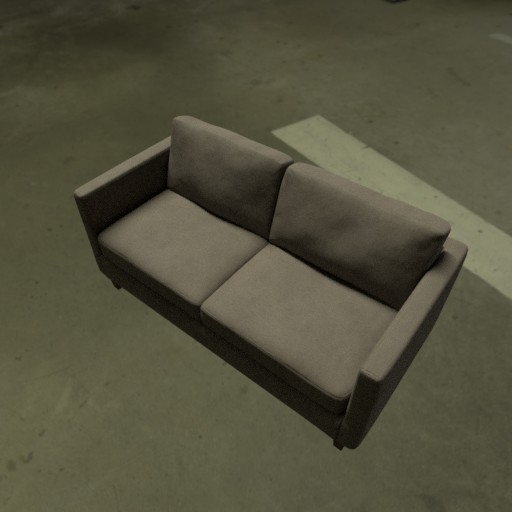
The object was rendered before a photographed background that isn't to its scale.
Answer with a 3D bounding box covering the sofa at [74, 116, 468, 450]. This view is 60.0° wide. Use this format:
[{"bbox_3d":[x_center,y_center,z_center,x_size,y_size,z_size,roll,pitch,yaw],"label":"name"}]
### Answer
[{"bbox_3d":[0.000,0.000,2.445,1.884,0.963,0.950,29,52,26],"label":"sofa"}]
